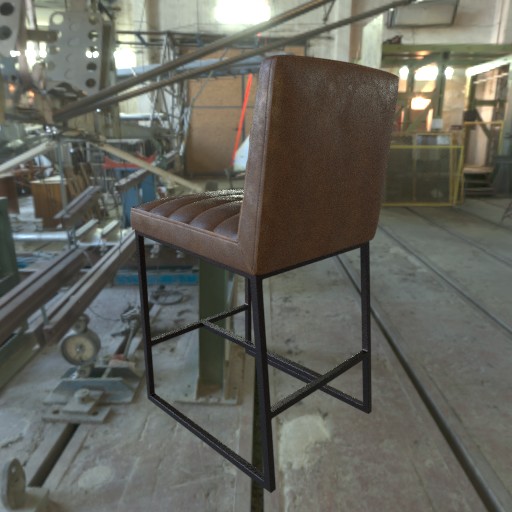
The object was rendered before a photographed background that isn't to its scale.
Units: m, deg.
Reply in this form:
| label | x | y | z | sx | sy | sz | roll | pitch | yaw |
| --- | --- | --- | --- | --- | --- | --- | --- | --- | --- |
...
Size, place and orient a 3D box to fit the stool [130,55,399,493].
| label | x | y | z | sx | sy | sz | roll | pitch | yaw |
| --- | --- | --- | --- | --- | --- | --- | --- | --- | --- |
| stool | 0.000 | 0.000 | 1.224 | 0.463 | 0.942 | 0.562 | -15 | 22 | -43 |
